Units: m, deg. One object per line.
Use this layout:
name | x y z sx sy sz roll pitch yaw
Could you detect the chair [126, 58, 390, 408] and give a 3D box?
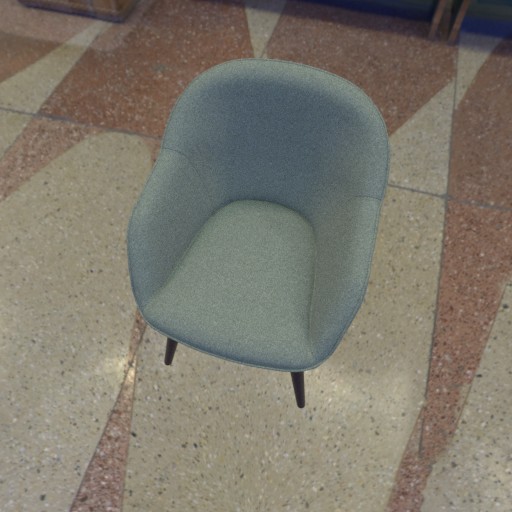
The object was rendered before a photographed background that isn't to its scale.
chair | 0.000 0.000 1.235 0.589 0.810 0.611 15 60 9
